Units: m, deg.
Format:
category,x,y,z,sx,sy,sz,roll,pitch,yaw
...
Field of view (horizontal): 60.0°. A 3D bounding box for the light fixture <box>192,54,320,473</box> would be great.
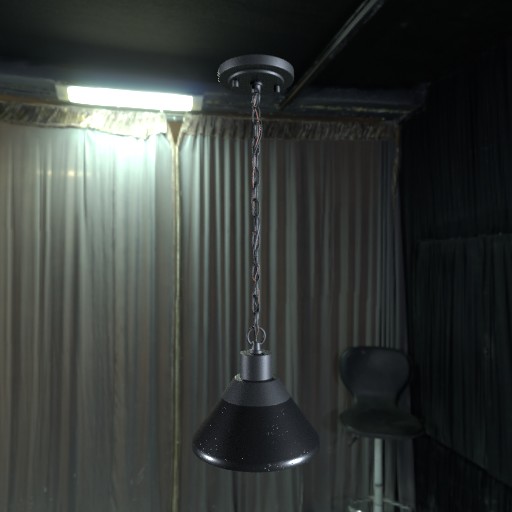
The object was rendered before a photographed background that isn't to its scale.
category,x,y,z,sx,sy,sz,roll,pitch,yaw
light fixture,0.000,0.000,0.703,0.201,0.588,0.201,0,-1,-18
